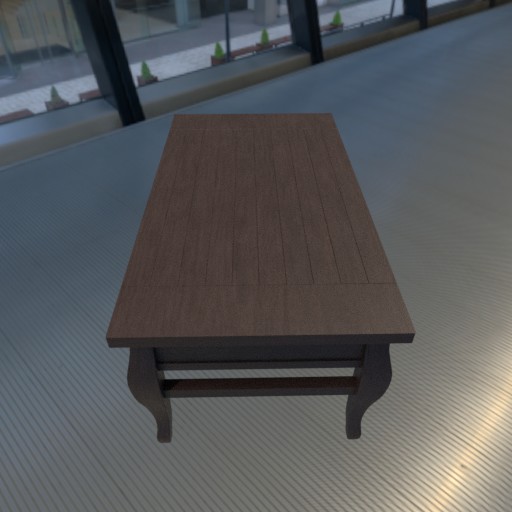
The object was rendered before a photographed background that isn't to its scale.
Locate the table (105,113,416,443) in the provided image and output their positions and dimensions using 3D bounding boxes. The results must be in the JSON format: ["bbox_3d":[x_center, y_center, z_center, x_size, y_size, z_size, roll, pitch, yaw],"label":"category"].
[{"bbox_3d":[0.000,0.000,1.398,0.600,0.494,1.062,-1,40,-1],"label":"table"}]
